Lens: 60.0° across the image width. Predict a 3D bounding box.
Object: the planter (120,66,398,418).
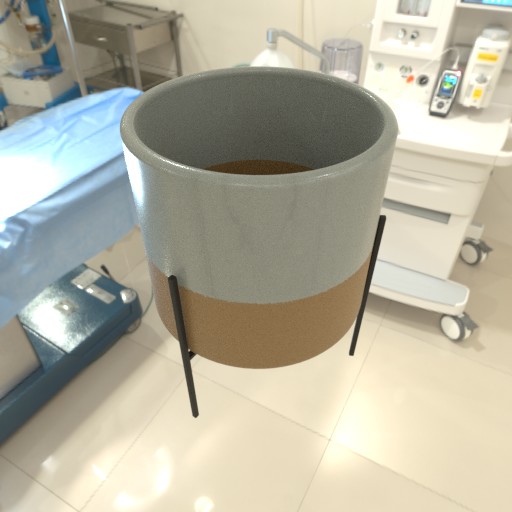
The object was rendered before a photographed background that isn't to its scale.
[{"bbox_3d":[0.000,0.000,0.712,0.348,0.480,0.360,25,47,26],"label":"planter"}]
